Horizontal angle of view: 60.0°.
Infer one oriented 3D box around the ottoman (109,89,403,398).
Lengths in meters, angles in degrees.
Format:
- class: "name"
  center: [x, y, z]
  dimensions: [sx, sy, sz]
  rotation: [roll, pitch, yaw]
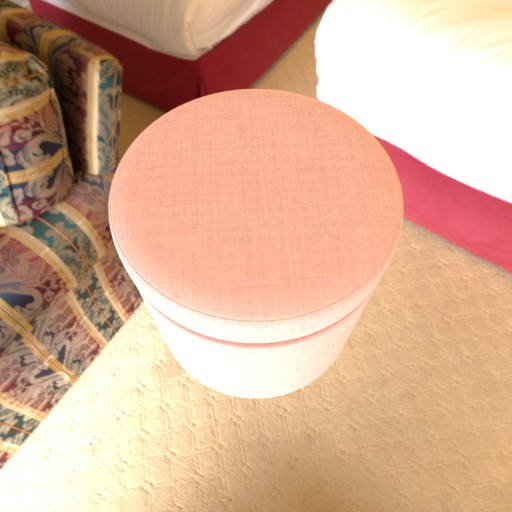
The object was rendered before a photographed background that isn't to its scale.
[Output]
- class: "ottoman"
  center: [0.000, 0.000, 0.759]
  dimensions: [0.400, 0.406, 0.400]
  rotation: [0, 60, 0]
